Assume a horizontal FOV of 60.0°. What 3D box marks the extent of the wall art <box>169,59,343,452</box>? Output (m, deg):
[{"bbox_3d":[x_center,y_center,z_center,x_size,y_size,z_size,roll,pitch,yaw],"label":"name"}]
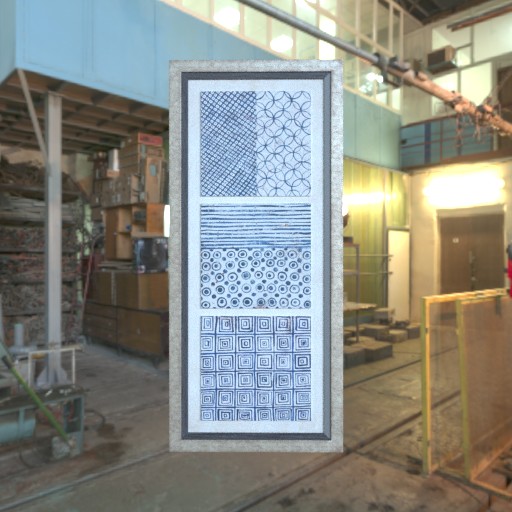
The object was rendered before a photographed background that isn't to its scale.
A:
[{"bbox_3d":[0.000,0.000,1.674,0.648,1.461,0.051,0,0,1],"label":"wall art"}]
